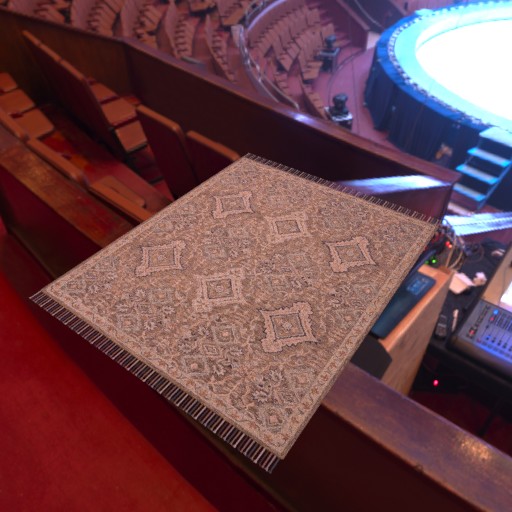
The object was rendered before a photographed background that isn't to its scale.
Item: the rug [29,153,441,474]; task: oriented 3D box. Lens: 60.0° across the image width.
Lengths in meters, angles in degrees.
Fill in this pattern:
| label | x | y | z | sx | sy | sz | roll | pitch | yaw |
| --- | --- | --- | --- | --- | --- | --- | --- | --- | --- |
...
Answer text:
| label | x | y | z | sx | sy | sz | roll | pitch | yaw |
| --- | --- | --- | --- | --- | --- | --- | --- | --- | --- |
| rug | 0.000 | 0.000 | 4.064 | 2.437 | 0.010 | 3.056 | 25 | 47 | 26 |
